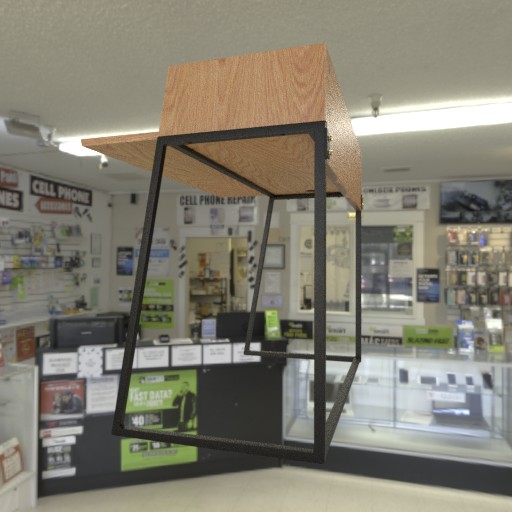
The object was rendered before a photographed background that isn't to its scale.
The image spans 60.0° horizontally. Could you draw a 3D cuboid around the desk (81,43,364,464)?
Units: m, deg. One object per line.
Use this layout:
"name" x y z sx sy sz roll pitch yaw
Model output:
"desk" 0.000 0.000 1.792 0.769 1.061 1.191 0 -1 18
